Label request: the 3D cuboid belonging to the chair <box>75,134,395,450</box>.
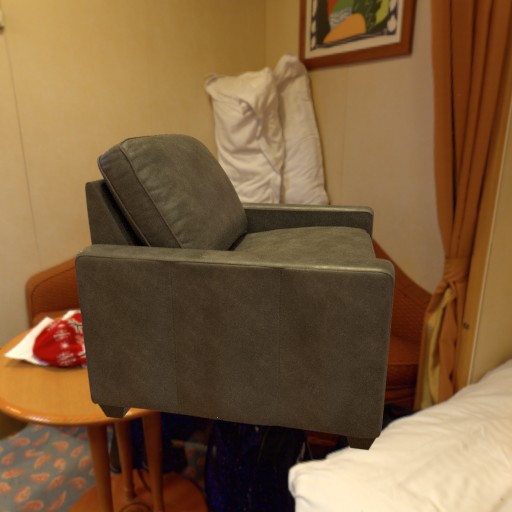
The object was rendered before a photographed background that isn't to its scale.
[{"bbox_3d":[0.000,0.000,1.731,0.939,0.916,1.006,3,17,10],"label":"chair"}]
